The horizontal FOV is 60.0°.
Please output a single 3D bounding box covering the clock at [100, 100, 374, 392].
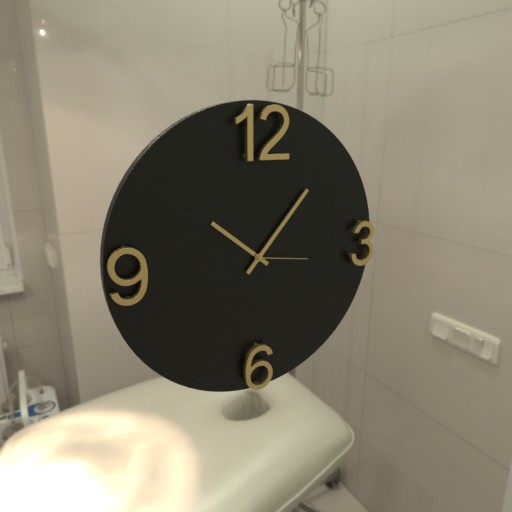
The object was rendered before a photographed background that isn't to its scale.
[{"bbox_3d":[0.000,0.000,0.682,0.454,0.454,0.038,-9,18,-27],"label":"clock"}]
